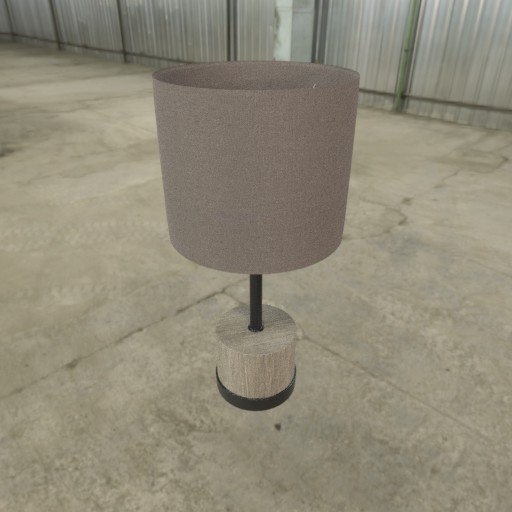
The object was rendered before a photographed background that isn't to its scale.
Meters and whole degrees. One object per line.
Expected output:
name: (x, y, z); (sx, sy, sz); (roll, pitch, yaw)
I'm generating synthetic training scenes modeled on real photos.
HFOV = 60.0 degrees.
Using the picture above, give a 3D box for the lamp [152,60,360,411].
lamp: (0.000, 0.000, 0.609); (0.229, 0.470, 0.229); (-8, 31, -14)
